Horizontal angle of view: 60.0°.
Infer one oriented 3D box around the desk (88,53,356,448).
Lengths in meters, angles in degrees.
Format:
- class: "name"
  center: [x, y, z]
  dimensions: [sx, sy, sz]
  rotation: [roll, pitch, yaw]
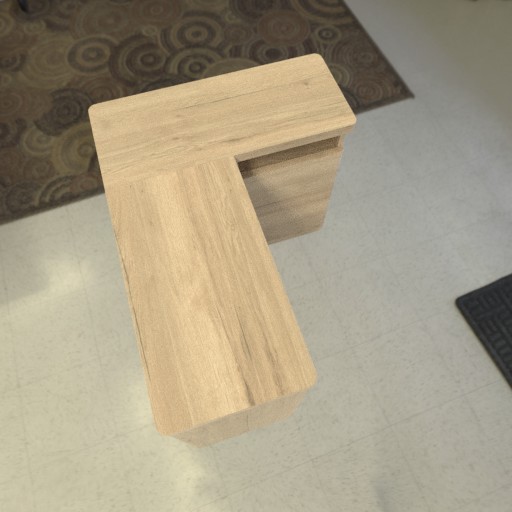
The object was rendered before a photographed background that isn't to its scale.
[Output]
- class: "desk"
  center: [0.000, 0.000, 1.756]
  dimensions: [0.900, 0.760, 1.169]
  rotation: [-16, 65, -8]
